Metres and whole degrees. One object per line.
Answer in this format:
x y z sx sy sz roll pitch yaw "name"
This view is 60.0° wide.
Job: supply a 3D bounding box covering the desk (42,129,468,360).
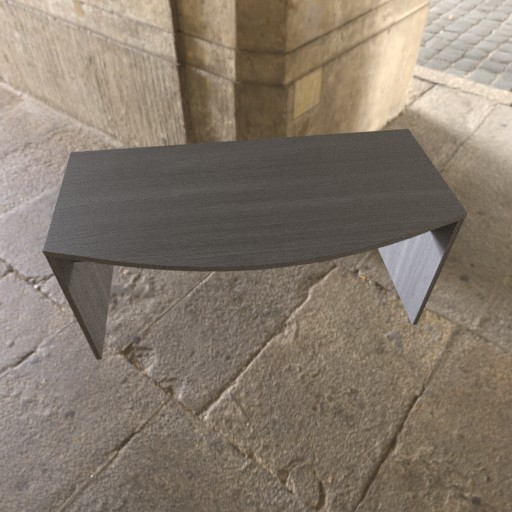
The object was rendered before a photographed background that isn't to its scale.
0.000 0.000 2.084 1.600 0.750 0.802 -5 47 -5 "desk"
